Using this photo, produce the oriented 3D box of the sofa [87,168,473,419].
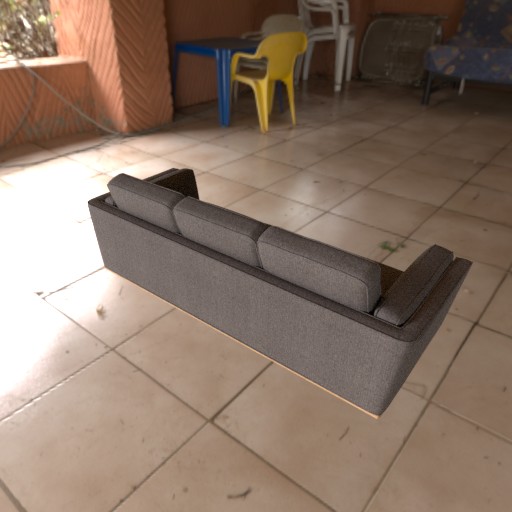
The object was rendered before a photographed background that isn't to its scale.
[{"bbox_3d":[0.000,0.000,2.868,2.362,0.899,0.903,22,38,32],"label":"sofa"}]
